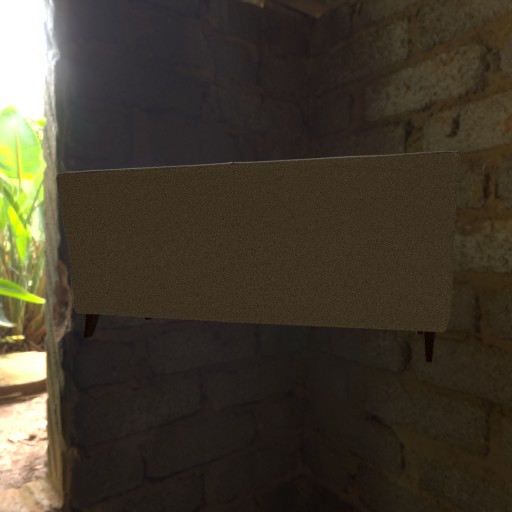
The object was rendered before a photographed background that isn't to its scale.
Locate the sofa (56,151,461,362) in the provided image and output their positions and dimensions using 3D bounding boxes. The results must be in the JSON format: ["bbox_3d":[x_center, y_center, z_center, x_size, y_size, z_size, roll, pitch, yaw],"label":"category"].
[{"bbox_3d":[0.000,0.000,2.489,2.001,0.907,0.841,0,1,17],"label":"sofa"}]
